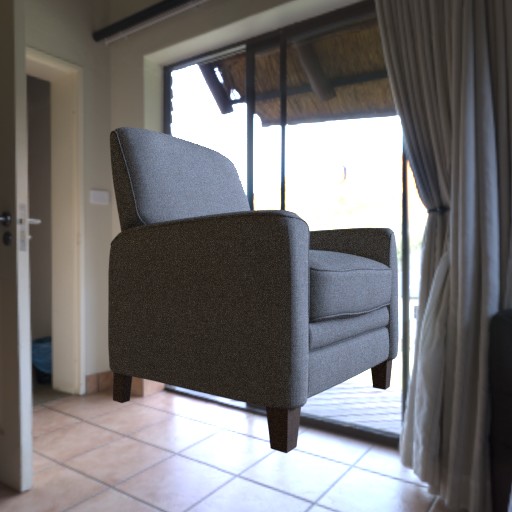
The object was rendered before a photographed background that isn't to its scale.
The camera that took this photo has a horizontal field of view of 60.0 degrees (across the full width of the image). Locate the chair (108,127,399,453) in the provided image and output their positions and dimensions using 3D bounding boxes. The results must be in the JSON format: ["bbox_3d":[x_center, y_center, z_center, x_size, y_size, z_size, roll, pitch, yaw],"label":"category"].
[{"bbox_3d":[0.000,0.000,1.646,0.864,1.014,0.848,-1,-1,36],"label":"chair"}]
